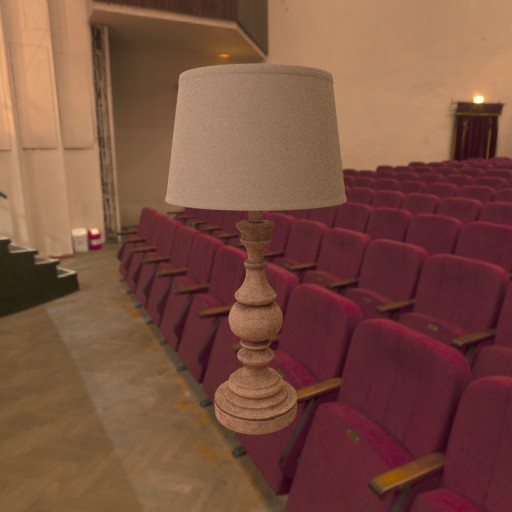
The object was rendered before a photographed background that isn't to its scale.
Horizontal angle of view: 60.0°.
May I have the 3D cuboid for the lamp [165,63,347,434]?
[{"bbox_3d":[0.000,0.000,0.871,0.340,0.678,0.340,0,13,0],"label":"lamp"}]
